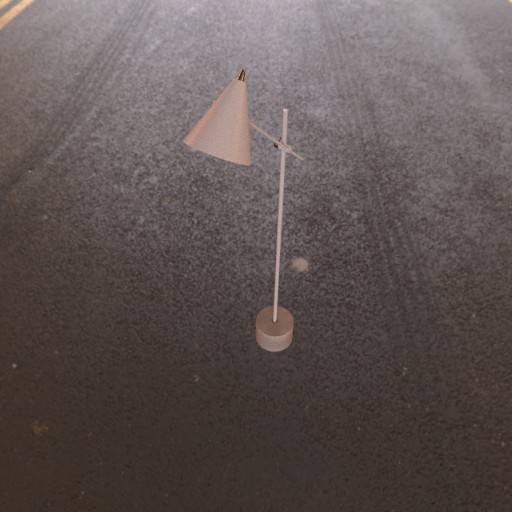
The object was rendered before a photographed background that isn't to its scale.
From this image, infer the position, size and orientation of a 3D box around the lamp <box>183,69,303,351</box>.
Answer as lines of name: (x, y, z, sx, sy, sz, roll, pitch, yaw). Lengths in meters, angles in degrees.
lamp: (0.000, 0.000, 1.643, 0.223, 1.430, 0.508, 32, 53, 27)
